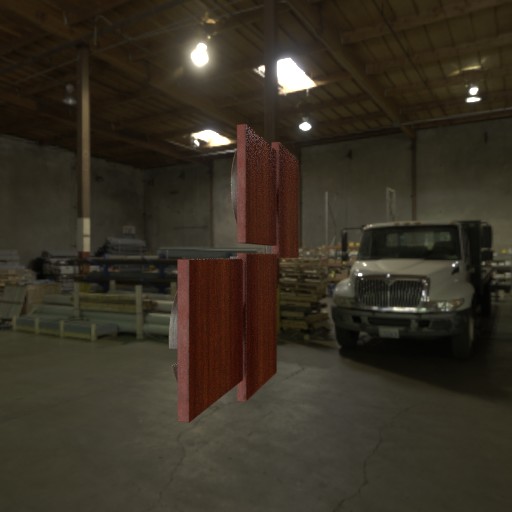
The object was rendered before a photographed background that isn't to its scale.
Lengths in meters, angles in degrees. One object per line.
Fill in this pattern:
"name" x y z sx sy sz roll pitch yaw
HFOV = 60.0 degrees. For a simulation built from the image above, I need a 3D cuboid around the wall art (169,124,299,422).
"wall art" 0.000 0.000 0.856 0.030 0.497 0.635 0 0 18
